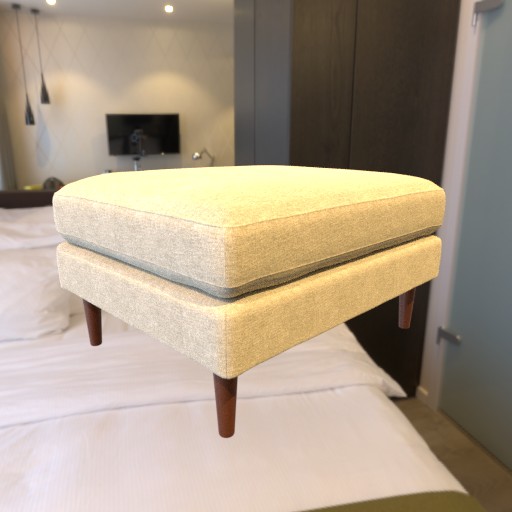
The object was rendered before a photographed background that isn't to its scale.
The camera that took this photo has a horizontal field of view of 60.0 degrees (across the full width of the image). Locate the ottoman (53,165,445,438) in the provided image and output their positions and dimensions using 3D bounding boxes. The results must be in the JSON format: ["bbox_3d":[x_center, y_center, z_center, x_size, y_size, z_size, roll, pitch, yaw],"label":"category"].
[{"bbox_3d":[0.000,0.000,1.214,0.821,0.474,0.693,-14,20,-43],"label":"ottoman"}]
